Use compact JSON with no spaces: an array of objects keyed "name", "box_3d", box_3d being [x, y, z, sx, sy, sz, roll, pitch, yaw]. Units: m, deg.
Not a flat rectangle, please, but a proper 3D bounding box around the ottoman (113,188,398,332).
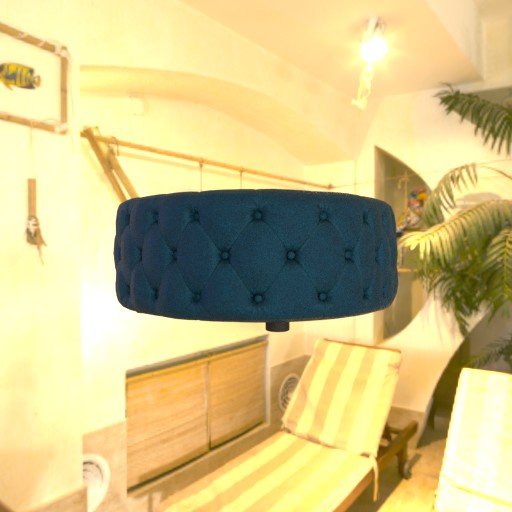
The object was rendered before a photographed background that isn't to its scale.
[{"name":"ottoman","box_3d":[0.000,0.000,1.630,0.998,0.398,0.998,0,1,0]}]
